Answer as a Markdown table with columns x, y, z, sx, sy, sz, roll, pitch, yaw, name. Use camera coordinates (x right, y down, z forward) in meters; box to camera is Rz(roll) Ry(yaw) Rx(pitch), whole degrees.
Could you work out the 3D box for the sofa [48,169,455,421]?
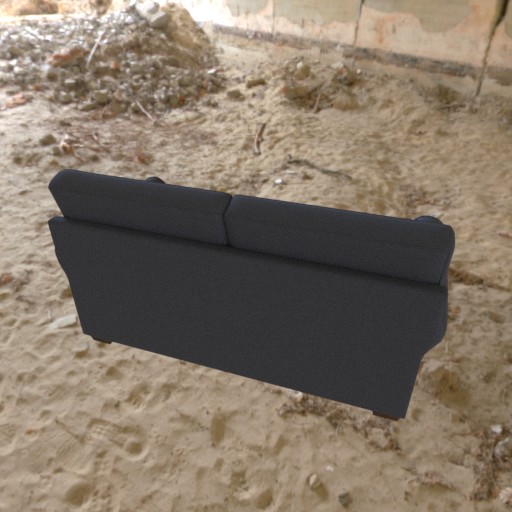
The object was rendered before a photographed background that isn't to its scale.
| x | y | z | sx | sy | sz | roll | pitch | yaw | name |
| --- | --- | --- | --- | --- | --- | --- | --- | --- | --- |
| 0.000 | 0.000 | 2.428 | 1.930 | 1.020 | 0.940 | 10 | 34 | 16 | sofa |
